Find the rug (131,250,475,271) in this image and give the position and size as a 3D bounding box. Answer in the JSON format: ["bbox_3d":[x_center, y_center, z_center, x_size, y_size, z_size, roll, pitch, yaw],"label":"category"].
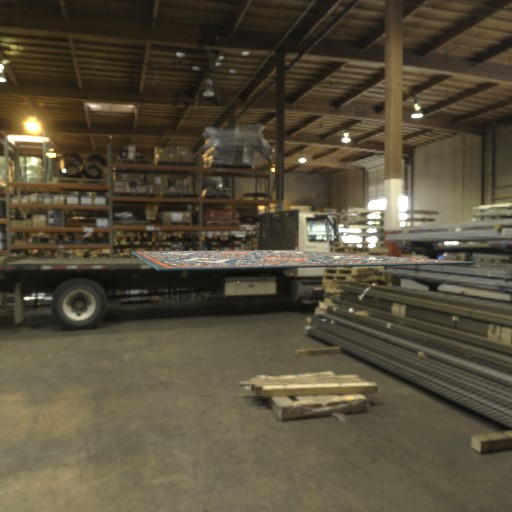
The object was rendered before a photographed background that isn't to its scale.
[{"bbox_3d":[0.000,0.000,3.142,1.622,0.009,2.373,-1,2,-18],"label":"rug"}]
